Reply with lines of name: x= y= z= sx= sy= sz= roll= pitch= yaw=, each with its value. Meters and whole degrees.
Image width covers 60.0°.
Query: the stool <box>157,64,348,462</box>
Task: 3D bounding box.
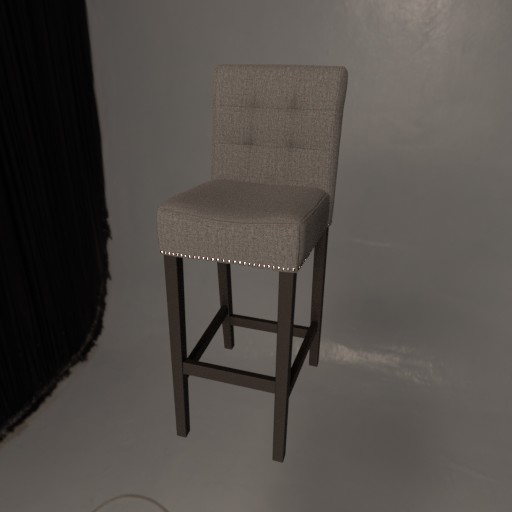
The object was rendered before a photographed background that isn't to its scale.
stool: x=0.000 y=0.000 z=1.345 sx=0.411 sy=1.047 sz=0.548 roll=8 pitch=27 yaw=15
